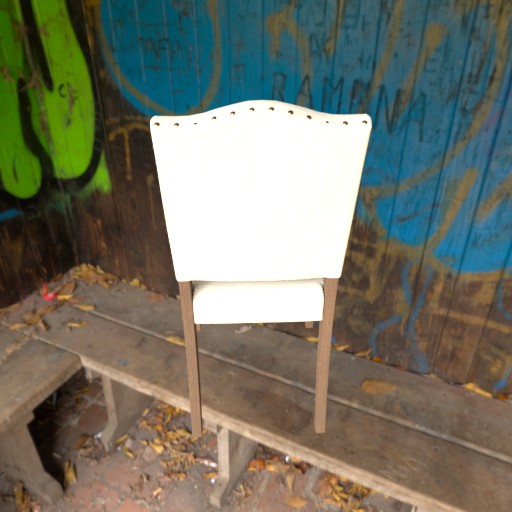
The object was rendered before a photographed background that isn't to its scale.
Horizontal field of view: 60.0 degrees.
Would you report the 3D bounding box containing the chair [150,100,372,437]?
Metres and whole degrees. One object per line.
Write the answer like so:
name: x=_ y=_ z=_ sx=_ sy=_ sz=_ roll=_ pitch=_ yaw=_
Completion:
chair: x=0.000 y=0.000 z=1.350 sx=0.508 sy=1.015 sz=0.619 roll=-1 pitch=30 yaw=-2
